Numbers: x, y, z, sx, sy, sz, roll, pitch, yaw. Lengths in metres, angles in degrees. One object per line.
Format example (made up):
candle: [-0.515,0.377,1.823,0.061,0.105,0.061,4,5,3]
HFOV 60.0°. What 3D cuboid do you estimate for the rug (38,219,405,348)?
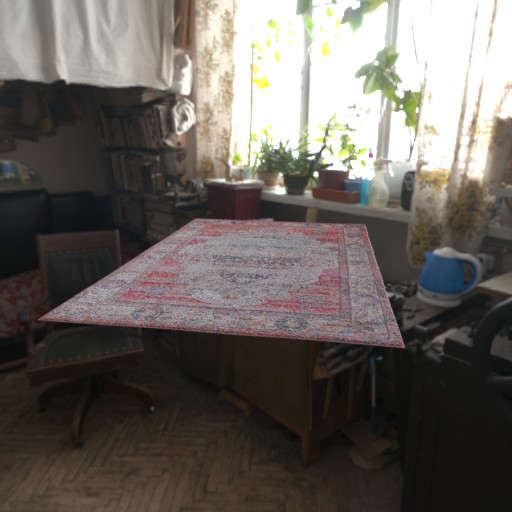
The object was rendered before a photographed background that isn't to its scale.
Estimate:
rug: [0.000,0.000,2.295,1.219,0.006,1.829,3,16,9]
